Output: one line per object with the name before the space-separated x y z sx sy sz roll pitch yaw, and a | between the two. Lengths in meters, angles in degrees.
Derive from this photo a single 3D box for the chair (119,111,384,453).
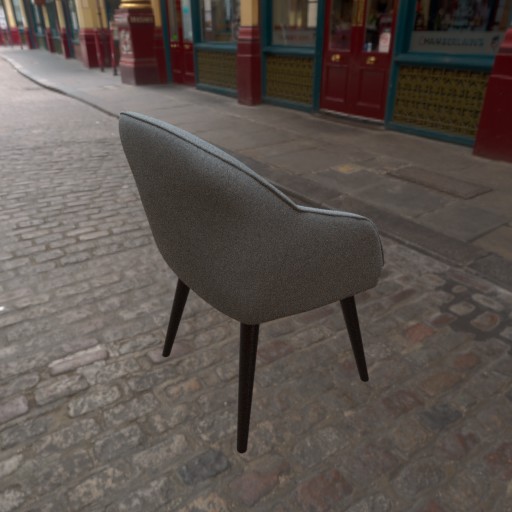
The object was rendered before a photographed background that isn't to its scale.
chair | 0.000 0.000 1.238 0.611 0.810 0.589 -17 31 -31
